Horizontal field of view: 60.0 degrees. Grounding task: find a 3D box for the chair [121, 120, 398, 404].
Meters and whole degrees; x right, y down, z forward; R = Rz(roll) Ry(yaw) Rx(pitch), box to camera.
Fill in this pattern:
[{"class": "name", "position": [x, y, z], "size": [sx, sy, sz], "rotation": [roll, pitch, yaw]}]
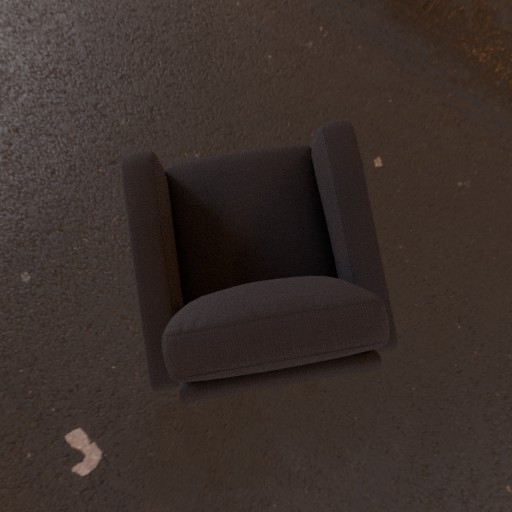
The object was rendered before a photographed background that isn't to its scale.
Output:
[{"class": "chair", "position": [0.000, 0.000, 1.532], "size": [0.798, 0.855, 0.863], "rotation": [-9, 76, -2]}]
